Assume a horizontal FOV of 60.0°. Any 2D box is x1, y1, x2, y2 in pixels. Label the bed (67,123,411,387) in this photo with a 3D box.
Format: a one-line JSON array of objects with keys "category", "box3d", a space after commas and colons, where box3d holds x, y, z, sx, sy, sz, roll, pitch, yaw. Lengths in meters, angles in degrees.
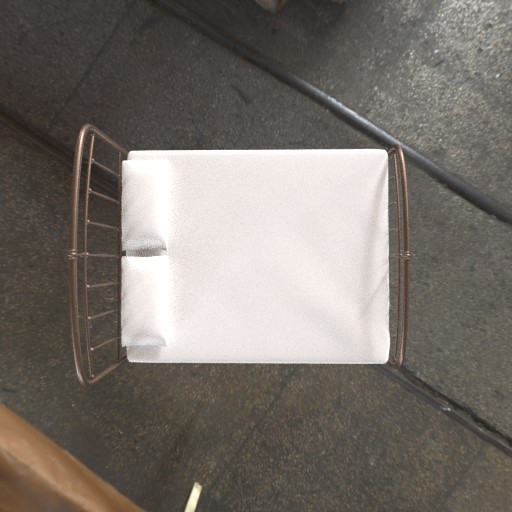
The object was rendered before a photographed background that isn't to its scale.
[{"category": "bed", "box3d": [0.000, 0.000, 3.269, 2.168, 1.475, 1.711, 0, 89, 1]}]
